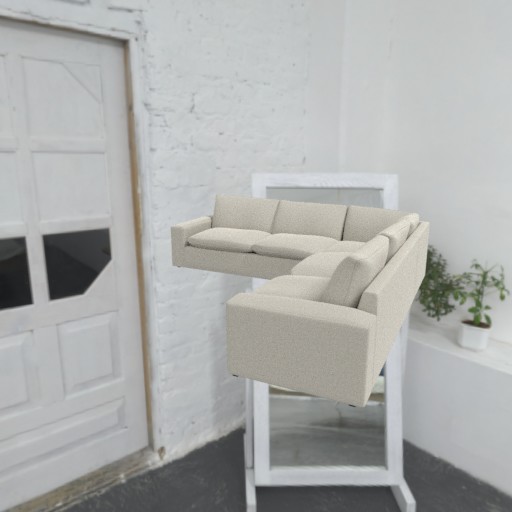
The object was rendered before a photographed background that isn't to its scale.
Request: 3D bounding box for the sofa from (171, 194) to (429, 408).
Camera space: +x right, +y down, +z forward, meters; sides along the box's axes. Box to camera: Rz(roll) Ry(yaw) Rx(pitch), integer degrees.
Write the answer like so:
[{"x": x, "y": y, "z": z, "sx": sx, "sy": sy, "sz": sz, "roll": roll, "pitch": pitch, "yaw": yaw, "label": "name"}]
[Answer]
[{"x": 0.000, "y": 0.000, "z": 4.635, "sx": 3.066, "sy": 0.918, "sz": 3.206, "roll": 7, "pitch": 15, "yaw": 26, "label": "sofa"}]
